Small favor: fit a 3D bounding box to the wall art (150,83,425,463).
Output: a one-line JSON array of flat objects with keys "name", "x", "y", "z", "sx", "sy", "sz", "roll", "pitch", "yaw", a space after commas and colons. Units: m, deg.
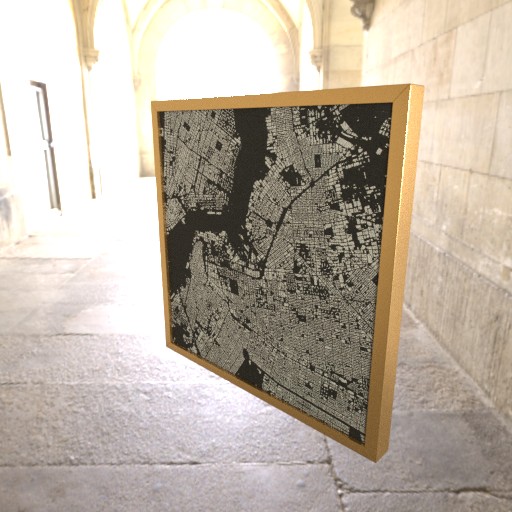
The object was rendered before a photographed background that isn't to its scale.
[{"name": "wall art", "x": 0.000, "y": 0.000, "z": 0.446, "sx": 0.305, "sy": 0.305, "sz": 0.023, "roll": 15, "pitch": 22, "yaw": 41}]
